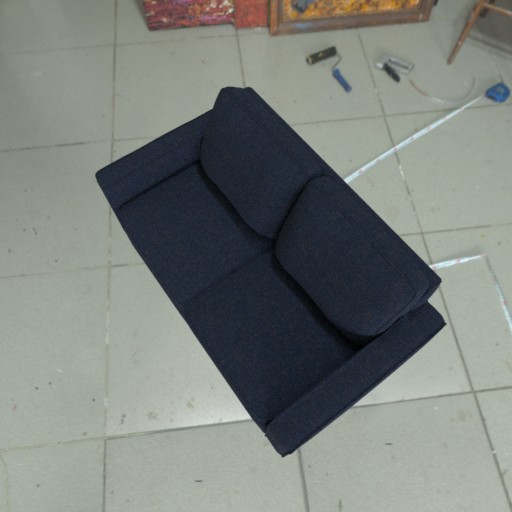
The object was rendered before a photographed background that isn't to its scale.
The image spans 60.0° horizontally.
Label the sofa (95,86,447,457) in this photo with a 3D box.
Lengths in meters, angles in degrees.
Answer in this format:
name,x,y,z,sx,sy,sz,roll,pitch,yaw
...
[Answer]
name,x,y,z,sx,sy,sz,roll,pitch,yaw
sofa,0.000,0.000,2.299,0.947,0.918,1.709,-33,69,-15
